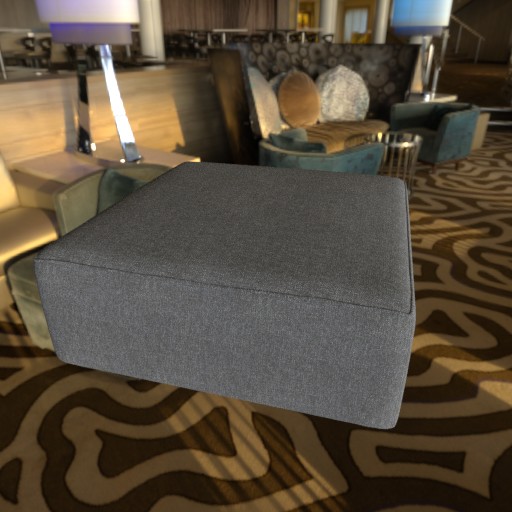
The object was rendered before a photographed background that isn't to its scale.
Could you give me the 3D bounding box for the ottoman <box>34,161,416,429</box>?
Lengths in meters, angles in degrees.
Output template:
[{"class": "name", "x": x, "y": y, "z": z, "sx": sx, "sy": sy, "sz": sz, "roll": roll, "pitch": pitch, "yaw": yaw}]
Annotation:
[{"class": "ottoman", "x": 0.000, "y": 0.000, "z": 1.544, "sx": 1.000, "sy": 0.439, "sz": 1.000, "roll": 7, "pitch": 28, "yaw": 14}]
